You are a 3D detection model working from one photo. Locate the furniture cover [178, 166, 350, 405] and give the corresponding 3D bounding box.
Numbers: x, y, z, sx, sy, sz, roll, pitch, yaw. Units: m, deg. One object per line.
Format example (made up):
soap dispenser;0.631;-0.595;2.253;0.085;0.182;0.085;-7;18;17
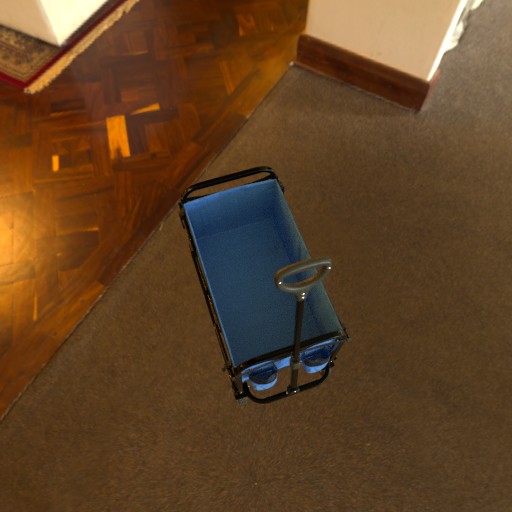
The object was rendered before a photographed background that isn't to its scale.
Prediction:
furniture cover;0.000;0.000;1.828;0.532;1.295;1.038;-17;64;-8
